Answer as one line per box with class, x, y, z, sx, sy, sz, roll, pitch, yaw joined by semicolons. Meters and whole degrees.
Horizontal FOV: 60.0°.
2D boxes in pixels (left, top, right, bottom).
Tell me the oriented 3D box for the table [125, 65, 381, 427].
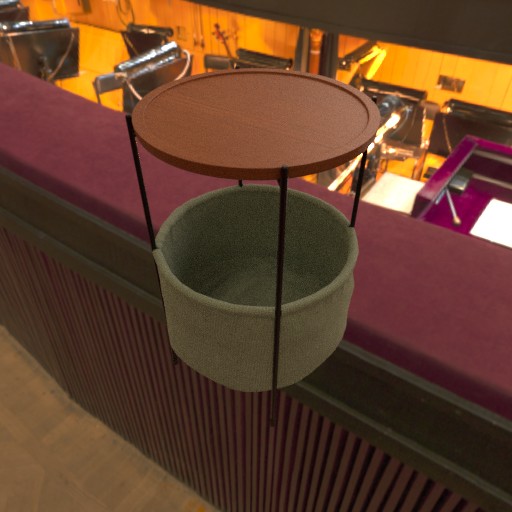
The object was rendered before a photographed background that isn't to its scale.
table;0.000;0.000;0.900;0.400;0.623;0.400;24;46;26
